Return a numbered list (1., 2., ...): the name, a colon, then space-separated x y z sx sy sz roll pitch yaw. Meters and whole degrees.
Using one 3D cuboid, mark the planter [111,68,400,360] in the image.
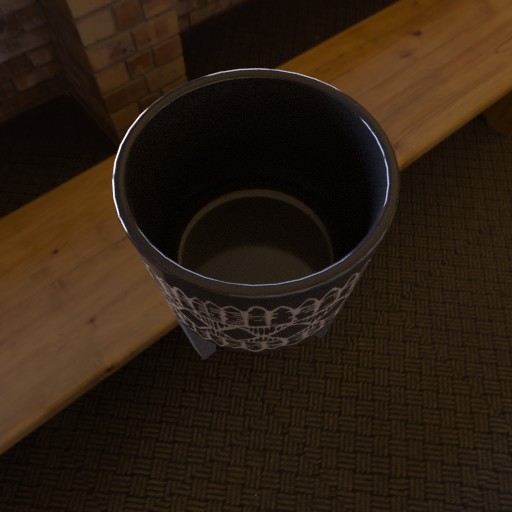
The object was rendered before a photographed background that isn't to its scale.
1. planter: 0.000 0.000 0.417 0.196 0.264 0.196 17 63 9
